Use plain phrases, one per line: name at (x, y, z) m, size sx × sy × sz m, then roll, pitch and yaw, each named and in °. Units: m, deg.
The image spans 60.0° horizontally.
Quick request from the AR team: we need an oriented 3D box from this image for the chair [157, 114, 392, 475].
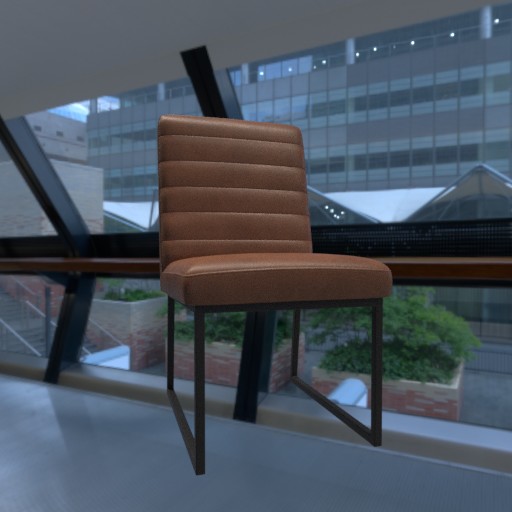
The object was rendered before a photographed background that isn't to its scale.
chair at (0.000, 0.000, 1.297) m, size 0.520 × 0.930 × 0.634 m, roll 0°, pitch 2°, yaw -18°
